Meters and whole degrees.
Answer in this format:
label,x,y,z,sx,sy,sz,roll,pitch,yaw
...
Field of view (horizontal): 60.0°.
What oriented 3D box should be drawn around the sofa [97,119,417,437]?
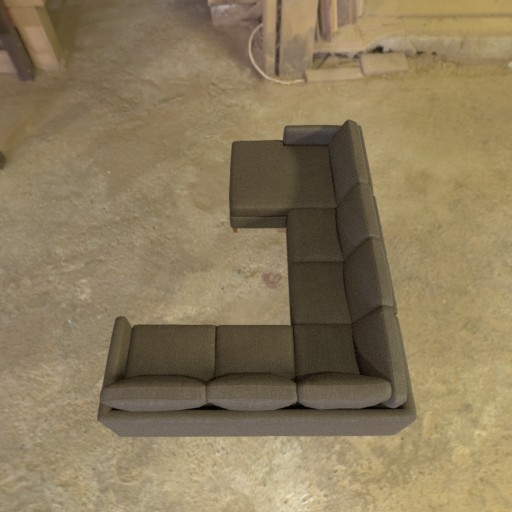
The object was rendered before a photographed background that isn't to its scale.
label,x,y,z,sx,sy,sz,roll,pitch,yaw
sofa,0.000,0.000,4.650,2.594,0.961,3.460,0,58,0
